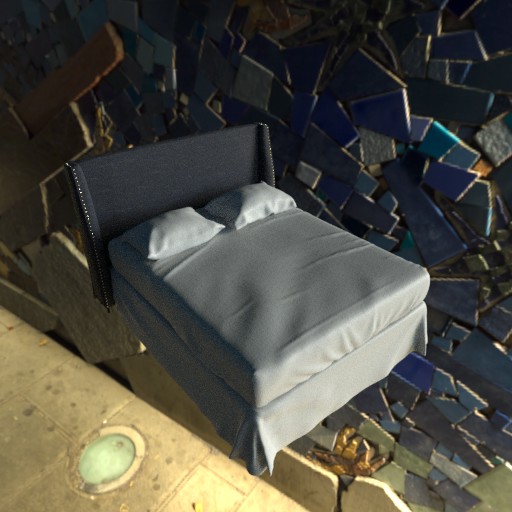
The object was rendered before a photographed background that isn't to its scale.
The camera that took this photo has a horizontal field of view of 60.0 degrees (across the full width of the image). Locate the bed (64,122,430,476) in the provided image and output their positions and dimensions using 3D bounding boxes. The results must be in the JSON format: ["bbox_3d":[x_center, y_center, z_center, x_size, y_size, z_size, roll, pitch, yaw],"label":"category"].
[{"bbox_3d":[0.000,0.000,3.409,1.925,1.332,2.276,-23,38,-33],"label":"bed"}]
